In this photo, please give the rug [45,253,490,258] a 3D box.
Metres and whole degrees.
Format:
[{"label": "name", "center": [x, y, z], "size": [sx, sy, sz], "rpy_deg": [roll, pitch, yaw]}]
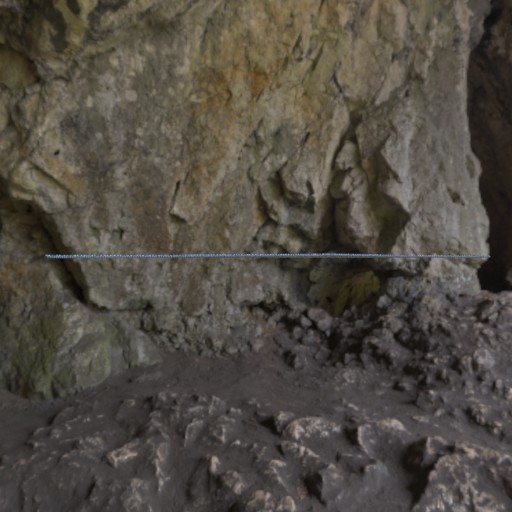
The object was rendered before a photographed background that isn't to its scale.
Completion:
[{"label": "rug", "center": [0.000, 0.000, 2.183], "size": [1.777, 0.021, 1.145], "rpy_deg": [0, 0, -20]}]
